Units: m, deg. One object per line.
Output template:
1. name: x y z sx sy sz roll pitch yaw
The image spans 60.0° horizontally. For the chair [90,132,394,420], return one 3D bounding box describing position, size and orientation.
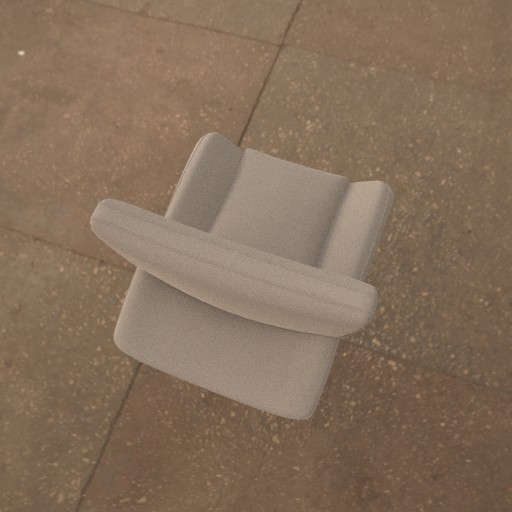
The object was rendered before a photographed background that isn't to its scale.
1. chair: 0.000 0.000 1.677 0.859 0.855 1.008 19 65 9
